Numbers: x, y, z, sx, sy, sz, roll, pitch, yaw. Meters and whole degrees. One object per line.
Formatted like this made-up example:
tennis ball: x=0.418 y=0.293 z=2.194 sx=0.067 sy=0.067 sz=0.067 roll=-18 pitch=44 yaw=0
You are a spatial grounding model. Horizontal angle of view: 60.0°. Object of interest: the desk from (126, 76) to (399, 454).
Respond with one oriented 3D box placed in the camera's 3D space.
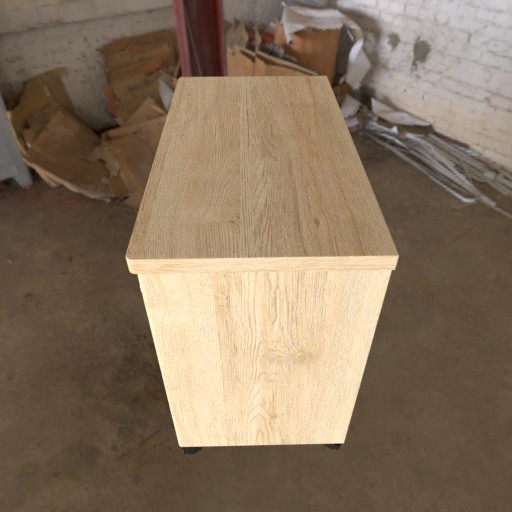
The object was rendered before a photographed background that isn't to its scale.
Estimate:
desk: x=0.000 y=0.000 z=1.356 sx=0.480 sy=0.770 sz=0.885 roll=-1 pitch=41 yaw=-1
